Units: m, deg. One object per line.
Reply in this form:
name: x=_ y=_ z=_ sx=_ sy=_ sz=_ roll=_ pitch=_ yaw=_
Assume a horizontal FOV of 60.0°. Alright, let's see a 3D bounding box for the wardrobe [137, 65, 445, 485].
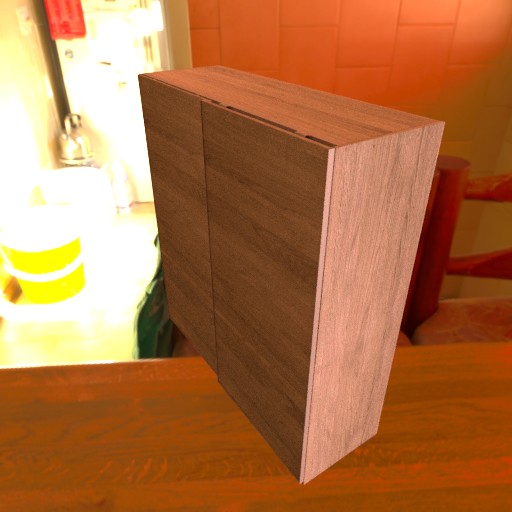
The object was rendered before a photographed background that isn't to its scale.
wardrobe: x=0.000 y=0.000 z=2.770 sx=0.629 sy=1.960 sz=1.780 roll=-20 pitch=37 yaw=-29
